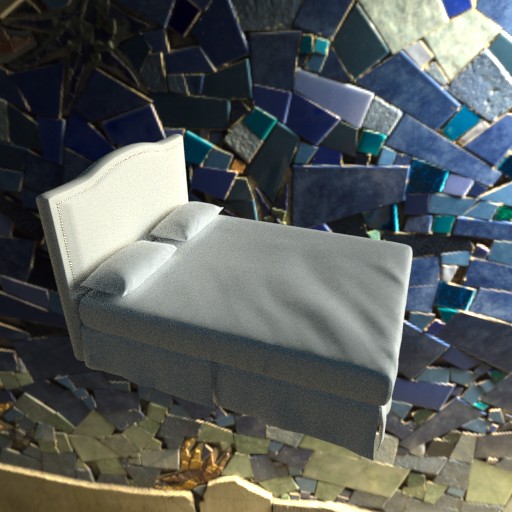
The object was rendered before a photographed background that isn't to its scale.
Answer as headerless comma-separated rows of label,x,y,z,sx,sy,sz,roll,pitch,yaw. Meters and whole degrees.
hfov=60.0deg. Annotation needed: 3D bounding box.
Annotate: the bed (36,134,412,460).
bed,0.000,0.000,3.373,2.282,1.436,1.821,10,31,18
